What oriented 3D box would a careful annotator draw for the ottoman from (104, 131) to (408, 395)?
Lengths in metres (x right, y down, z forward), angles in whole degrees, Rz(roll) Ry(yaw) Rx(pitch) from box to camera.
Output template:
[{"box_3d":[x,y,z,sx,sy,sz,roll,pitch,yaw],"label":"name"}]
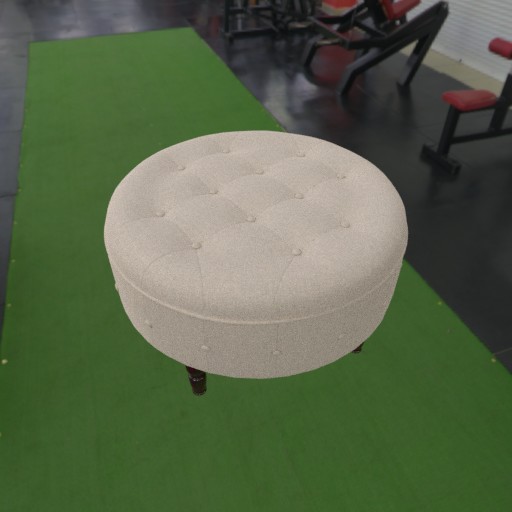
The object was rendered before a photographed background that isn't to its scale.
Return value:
[{"box_3d":[0.000,0.000,1.387,0.848,0.494,0.848,0,41,0],"label":"ottoman"}]
